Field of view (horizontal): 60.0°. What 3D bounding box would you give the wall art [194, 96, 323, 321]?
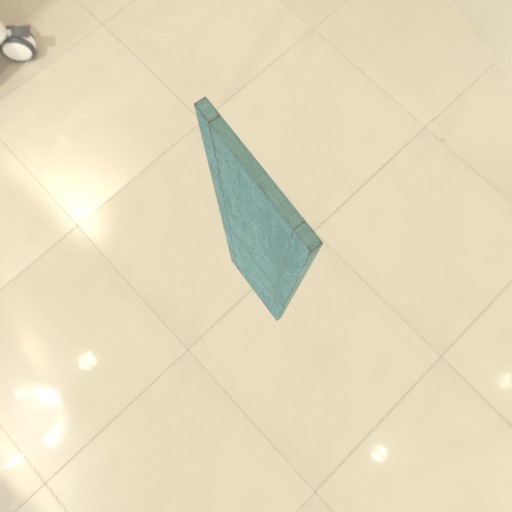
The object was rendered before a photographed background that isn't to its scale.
[{"bbox_3d":[0.000,0.000,1.329,0.025,1.219,0.329,-36,79,-8],"label":"wall art"}]
